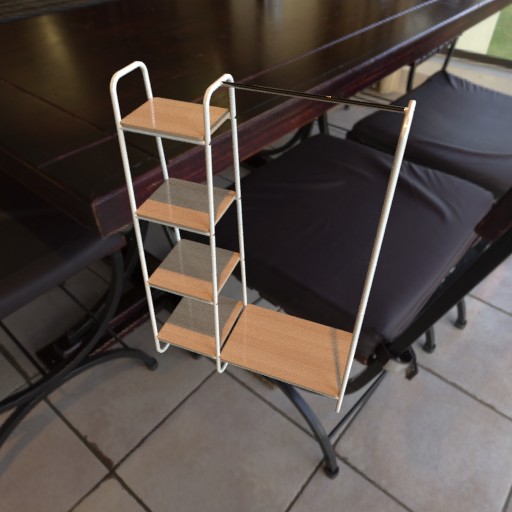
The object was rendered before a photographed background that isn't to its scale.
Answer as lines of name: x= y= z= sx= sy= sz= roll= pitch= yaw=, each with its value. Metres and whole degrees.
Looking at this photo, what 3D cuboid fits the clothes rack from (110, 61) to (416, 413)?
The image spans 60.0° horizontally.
clothes rack: x=0.000 y=0.000 z=1.953 sx=1.011 sy=1.500 sz=0.400 roll=14 pitch=44 yaw=16
